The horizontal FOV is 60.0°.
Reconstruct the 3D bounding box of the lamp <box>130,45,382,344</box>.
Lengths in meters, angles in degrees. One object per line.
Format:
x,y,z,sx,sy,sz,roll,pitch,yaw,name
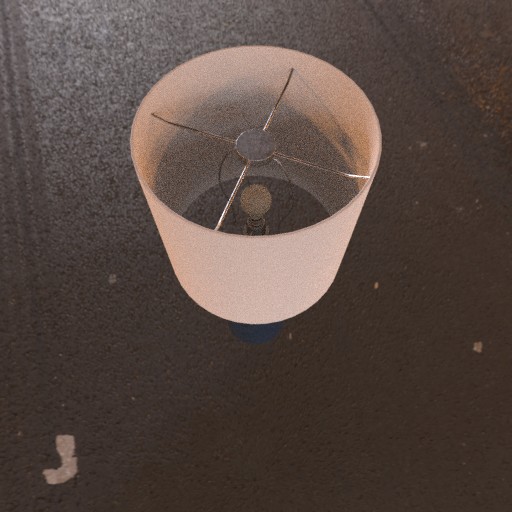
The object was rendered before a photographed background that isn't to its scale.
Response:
0.000,0.000,0.571,0.207,0.461,0.207,19,65,9,lamp
